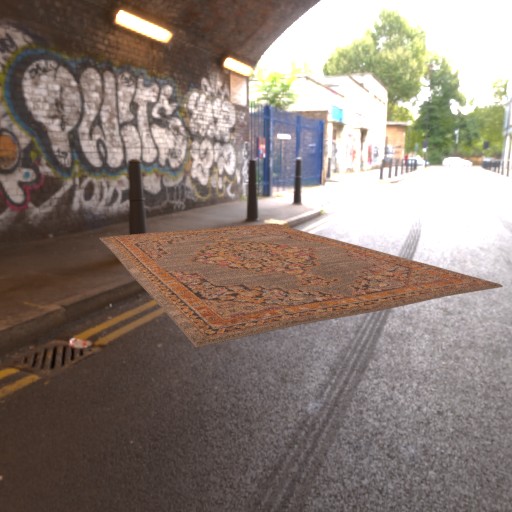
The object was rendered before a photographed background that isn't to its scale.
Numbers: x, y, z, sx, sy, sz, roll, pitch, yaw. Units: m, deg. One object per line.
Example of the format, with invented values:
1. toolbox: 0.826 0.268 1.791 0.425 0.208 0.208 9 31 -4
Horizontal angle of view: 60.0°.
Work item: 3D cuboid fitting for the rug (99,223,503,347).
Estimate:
1. rug: 0.000 0.000 3.614 2.043 0.026 2.901 -6 14 -26
